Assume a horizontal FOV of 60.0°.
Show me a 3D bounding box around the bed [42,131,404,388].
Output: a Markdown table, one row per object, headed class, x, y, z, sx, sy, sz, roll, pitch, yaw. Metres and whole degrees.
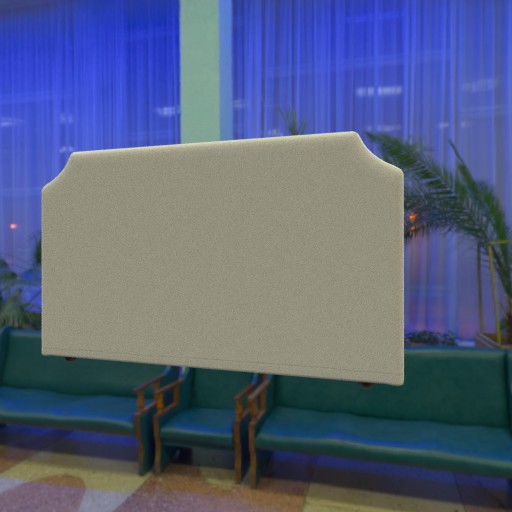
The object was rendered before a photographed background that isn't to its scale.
| class | x | y | z | sx | sy | sz | roll | pitch | yaw |
| --- | --- | --- | --- | --- | --- | --- | --- | --- | --- |
| bed | 0.000 | 0.000 | 3.493 | 2.160 | 1.301 | 2.204 | 0 | 1 | 17 |
